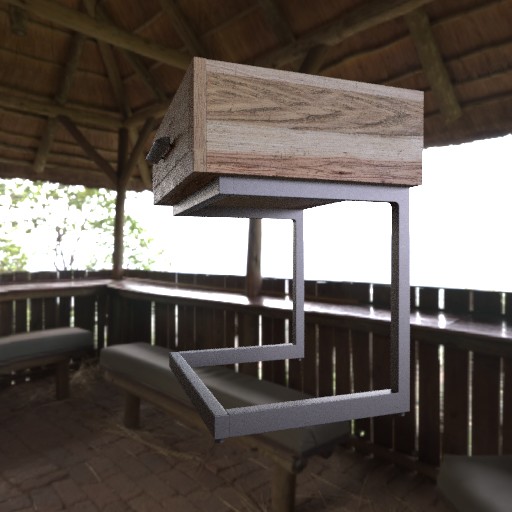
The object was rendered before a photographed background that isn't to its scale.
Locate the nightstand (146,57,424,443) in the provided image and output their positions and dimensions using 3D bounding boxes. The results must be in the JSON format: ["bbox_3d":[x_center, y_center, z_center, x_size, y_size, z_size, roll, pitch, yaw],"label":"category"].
[{"bbox_3d":[0.000,0.000,1.029,0.481,0.632,0.558,0,0,-20],"label":"nightstand"}]
